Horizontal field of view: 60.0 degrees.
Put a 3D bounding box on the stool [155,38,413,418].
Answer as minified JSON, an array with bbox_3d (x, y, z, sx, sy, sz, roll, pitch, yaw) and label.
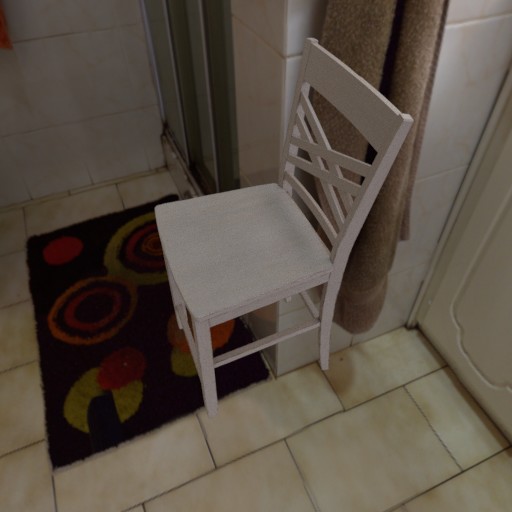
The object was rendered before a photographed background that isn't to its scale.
[{"bbox_3d":[0.000,0.000,1.378,0.539,1.079,0.462,-16,49,-14],"label":"stool"}]
